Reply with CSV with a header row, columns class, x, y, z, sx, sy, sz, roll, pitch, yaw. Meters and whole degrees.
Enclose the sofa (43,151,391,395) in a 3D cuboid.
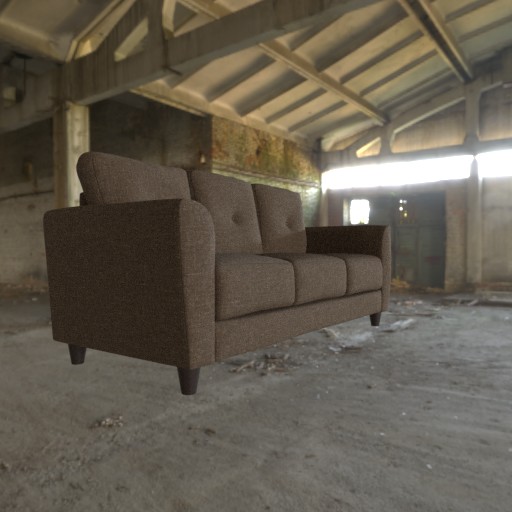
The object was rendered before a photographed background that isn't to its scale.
class,x,y,z,sx,sy,sz,roll,pitch,yaw
sofa,0.000,0.000,2.319,0.837,0.891,1.847,0,1,36
